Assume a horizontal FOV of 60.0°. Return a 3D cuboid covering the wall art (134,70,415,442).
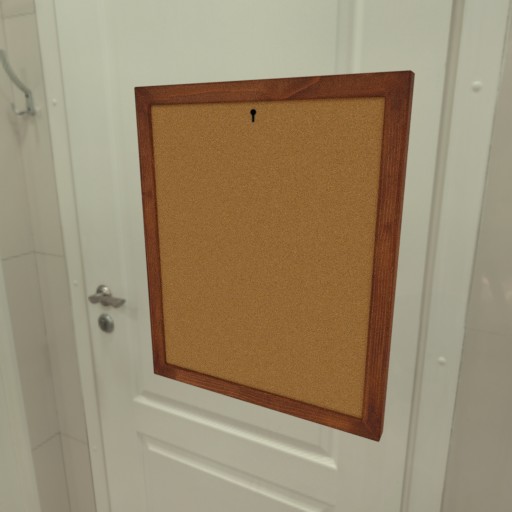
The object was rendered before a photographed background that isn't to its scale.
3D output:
[{"bbox_3d":[0.000,0.000,0.754,0.462,0.558,0.030,8,17,26],"label":"wall art"}]
